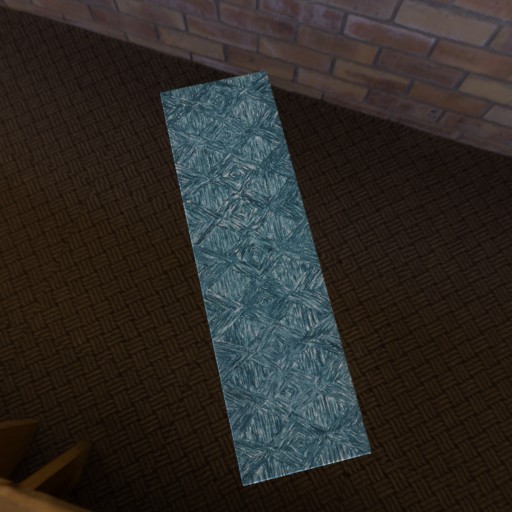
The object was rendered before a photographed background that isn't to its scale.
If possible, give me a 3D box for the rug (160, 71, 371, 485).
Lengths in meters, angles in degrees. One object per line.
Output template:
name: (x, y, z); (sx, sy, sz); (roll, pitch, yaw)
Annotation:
rug: (0.000, 0.000, 2.505); (0.676, 0.016, 2.286); (-13, 77, -3)
